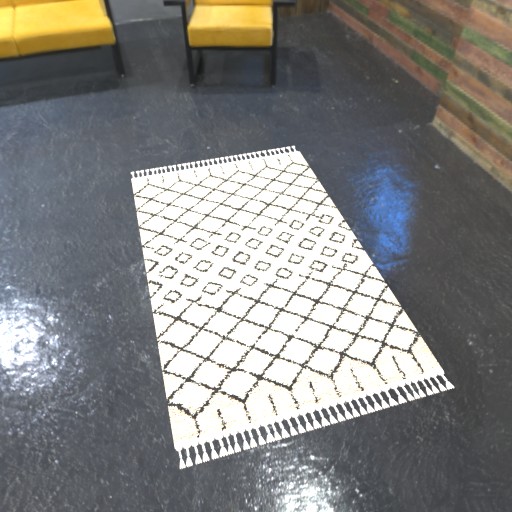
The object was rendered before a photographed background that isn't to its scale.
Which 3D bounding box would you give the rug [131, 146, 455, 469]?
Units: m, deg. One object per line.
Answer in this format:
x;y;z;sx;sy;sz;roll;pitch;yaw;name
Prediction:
0.000;0.000;2.461;1.196;0.008;2.006;-12;47;-11;rug
